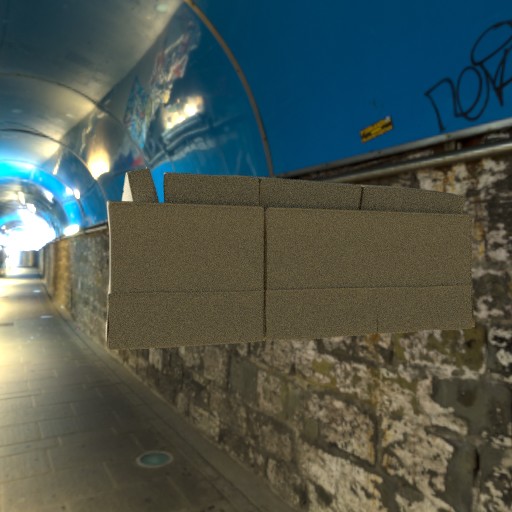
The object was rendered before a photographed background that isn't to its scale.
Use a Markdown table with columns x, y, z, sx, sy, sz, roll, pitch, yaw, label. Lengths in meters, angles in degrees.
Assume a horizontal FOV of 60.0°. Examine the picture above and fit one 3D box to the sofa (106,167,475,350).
| x | y | z | sx | sy | sz | roll | pitch | yaw | label |
| --- | --- | --- | --- | --- | --- | --- | --- | --- | --- |
| 0.000 | 0.000 | 4.081 | 2.591 | 1.070 | 2.597 | 0 | 0 | -18 | sofa |
